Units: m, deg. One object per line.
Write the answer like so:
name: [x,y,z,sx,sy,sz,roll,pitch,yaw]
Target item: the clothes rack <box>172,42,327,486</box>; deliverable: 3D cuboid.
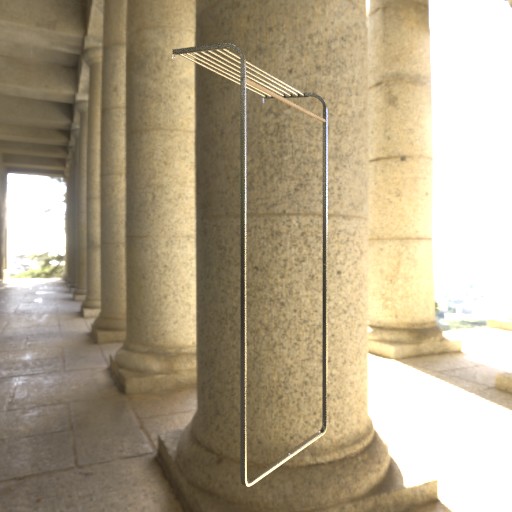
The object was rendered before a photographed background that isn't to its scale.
clothes rack: [0.000,0.000,1.833,0.349,1.574,0.609,0,1,36]
